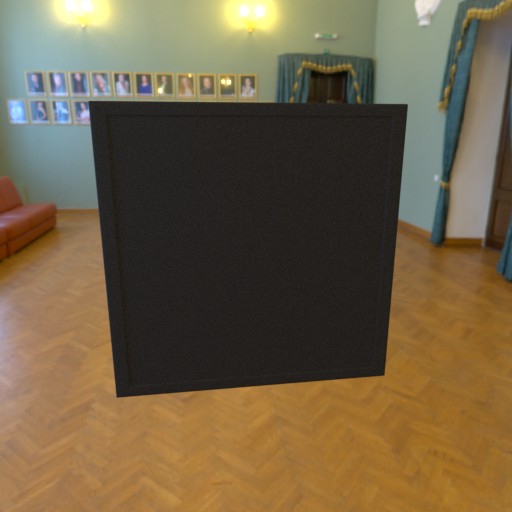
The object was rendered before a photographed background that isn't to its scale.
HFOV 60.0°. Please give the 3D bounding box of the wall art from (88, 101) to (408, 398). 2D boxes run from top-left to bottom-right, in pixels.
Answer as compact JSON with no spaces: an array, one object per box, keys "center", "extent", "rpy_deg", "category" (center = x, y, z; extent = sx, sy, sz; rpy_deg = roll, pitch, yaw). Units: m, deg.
[{"center":[0.000,0.000,0.852],"extent":[0.562,0.558,0.012],"rpy_deg":[-2,16,-8],"category":"wall art"}]
